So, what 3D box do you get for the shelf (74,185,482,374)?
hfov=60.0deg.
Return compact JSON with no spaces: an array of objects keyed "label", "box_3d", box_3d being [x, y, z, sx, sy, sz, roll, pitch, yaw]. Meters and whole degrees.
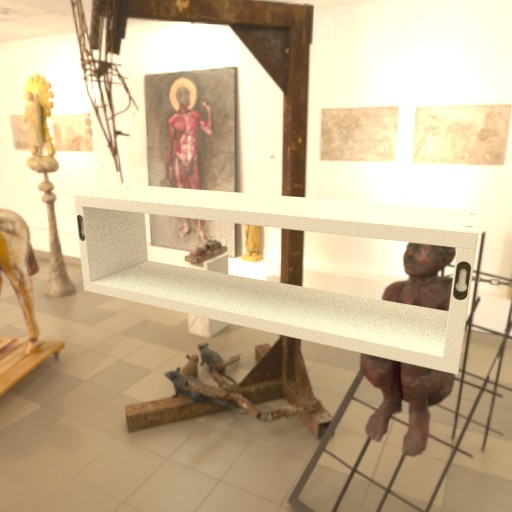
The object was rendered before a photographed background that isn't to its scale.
[{"label":"shelf","box_3d":[0.000,0.000,0.693,0.610,0.170,0.150,8,18,26]}]
